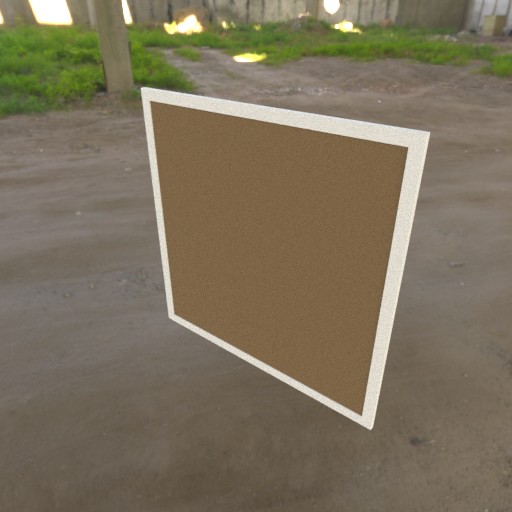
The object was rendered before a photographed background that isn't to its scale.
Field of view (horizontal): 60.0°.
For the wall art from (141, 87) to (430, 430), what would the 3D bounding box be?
[{"bbox_3d":[0.000,0.000,1.239,0.812,0.812,0.015,21,36,32],"label":"wall art"}]
